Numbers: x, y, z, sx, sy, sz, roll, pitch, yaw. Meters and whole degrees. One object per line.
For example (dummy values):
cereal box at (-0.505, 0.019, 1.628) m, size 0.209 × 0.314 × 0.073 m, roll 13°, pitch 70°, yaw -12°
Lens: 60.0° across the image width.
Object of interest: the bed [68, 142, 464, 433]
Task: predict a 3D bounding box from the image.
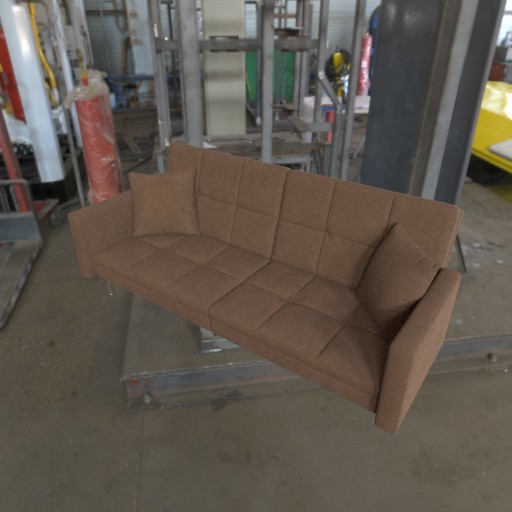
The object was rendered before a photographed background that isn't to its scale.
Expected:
bed at (0.000, 0.000, 2.312) m, size 1.905 × 0.787 × 0.889 m, roll 20°, pitch 36°, yaw 30°
